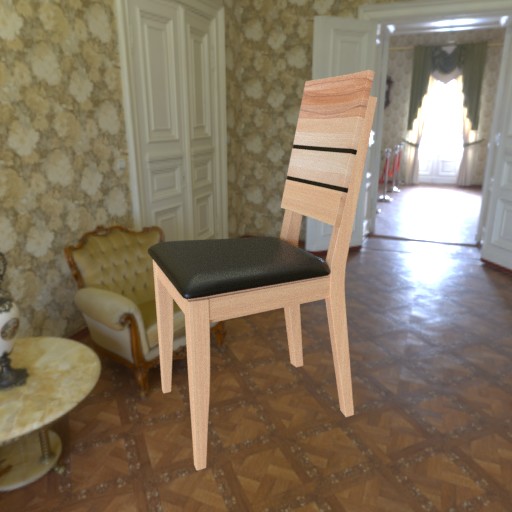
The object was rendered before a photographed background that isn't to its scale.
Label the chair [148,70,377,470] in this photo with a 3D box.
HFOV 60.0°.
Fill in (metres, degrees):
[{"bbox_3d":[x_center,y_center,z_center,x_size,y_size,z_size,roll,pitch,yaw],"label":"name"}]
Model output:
[{"bbox_3d":[0.000,0.000,1.219,0.520,0.940,0.410,-7,18,-23],"label":"chair"}]
